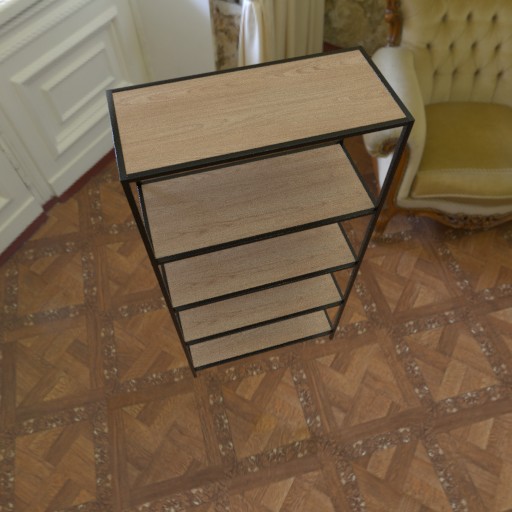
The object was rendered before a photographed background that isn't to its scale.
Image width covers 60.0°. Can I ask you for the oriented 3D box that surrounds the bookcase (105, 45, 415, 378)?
[{"bbox_3d":[0.000,0.000,1.823,0.770,1.500,0.350,-14,58,-9],"label":"bookcase"}]
